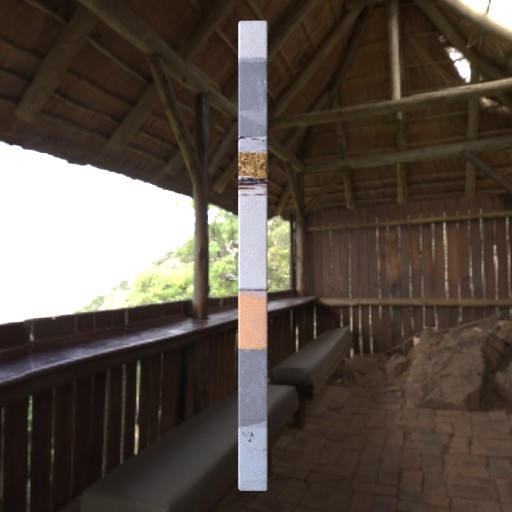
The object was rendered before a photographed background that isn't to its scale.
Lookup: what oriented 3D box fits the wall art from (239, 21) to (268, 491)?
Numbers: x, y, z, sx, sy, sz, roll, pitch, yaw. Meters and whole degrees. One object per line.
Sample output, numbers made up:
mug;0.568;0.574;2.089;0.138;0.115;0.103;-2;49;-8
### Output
wall art;0.000;0.000;0.800;0.038;0.609;0.456;0;0;1
